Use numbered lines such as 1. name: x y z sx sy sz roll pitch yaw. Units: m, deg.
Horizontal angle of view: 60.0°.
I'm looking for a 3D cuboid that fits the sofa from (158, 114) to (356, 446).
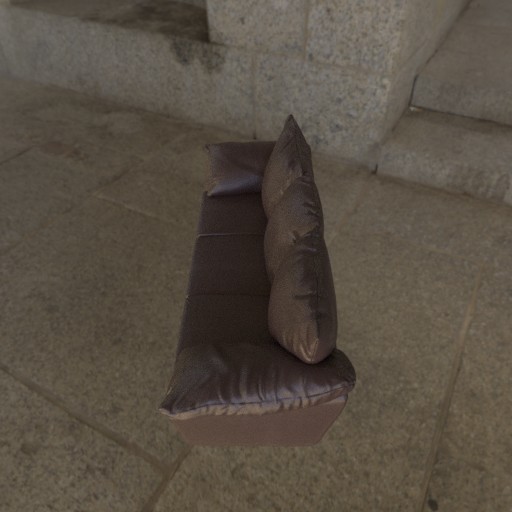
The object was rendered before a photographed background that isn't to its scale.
1. sofa: 0.000 0.000 2.905 0.907 1.091 2.390 0 42 0
